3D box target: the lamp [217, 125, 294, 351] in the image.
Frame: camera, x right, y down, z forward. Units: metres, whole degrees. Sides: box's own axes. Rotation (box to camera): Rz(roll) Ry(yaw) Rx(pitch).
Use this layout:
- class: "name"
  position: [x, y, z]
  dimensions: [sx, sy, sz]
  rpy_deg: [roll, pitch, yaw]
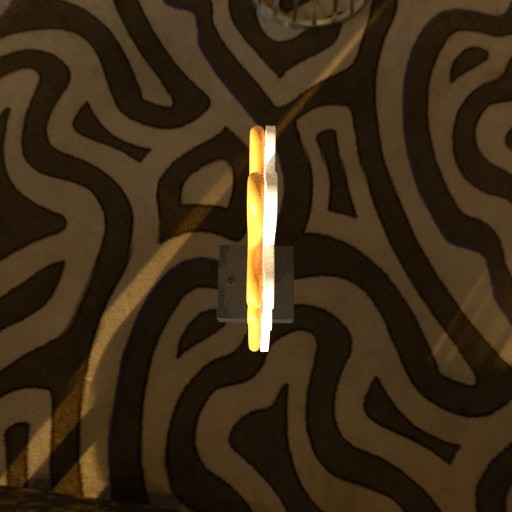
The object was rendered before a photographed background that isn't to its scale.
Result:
- class: "lamp"
  position: [0.000, 0.000, 0.401]
  dimensions: [0.088, 0.317, 0.167]
  rpy_deg: [1, 76, 0]
